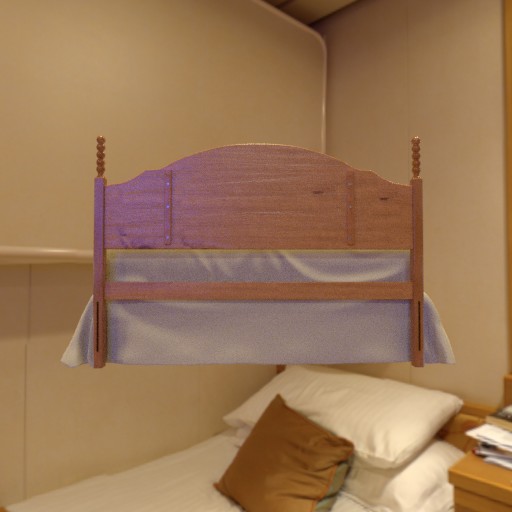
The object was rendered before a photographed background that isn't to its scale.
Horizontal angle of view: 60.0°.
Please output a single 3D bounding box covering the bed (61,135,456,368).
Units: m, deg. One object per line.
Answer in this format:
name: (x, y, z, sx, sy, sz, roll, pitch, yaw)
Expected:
bed: (0.000, 0.000, 3.668, 2.322, 1.355, 2.219, 0, -2, -1)
